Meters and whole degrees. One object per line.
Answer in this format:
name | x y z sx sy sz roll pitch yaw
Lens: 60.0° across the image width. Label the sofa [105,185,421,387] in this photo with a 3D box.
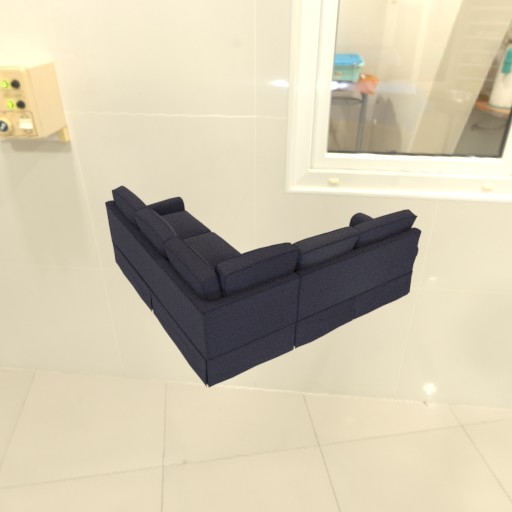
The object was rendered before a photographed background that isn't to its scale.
sofa | 0.000 0.000 5.057 3.773 1.169 2.874 -1 31 -2
